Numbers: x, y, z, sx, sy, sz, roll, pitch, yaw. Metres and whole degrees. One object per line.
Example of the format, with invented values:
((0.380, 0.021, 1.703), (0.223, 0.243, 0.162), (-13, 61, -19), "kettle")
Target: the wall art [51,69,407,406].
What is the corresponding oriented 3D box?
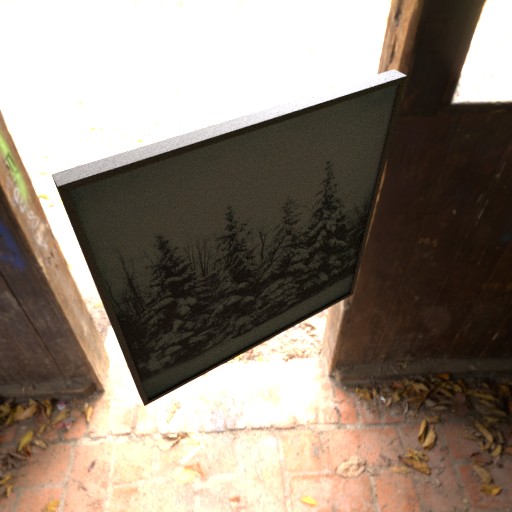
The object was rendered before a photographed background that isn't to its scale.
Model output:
((0.000, 0.000, 1.117), (0.758, 0.758, 0.039), (-24, 50, -22), "wall art")
